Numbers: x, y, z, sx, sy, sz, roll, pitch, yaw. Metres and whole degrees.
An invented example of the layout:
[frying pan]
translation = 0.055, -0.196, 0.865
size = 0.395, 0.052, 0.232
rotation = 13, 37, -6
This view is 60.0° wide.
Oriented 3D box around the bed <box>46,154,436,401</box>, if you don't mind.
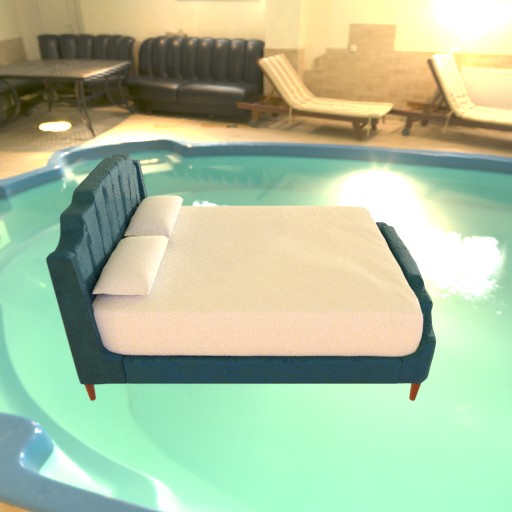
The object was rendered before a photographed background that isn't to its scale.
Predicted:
[bed]
translation = 0.000, 0.000, 3.374
size = 2.322, 1.338, 1.678
rotation = 0, 31, 0
